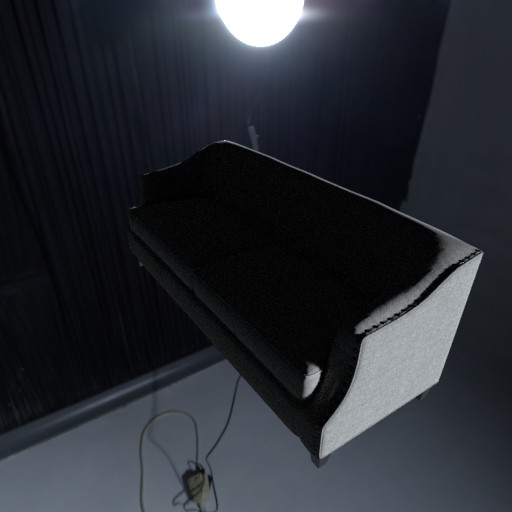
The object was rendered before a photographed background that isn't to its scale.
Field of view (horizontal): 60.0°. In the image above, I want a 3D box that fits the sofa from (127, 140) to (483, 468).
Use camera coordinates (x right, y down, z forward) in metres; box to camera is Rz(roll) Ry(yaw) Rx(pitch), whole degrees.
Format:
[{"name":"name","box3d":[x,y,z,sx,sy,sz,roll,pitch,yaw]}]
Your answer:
[{"name":"sofa","box3d":[0.000,0.000,2.715,0.914,0.901,2.235,-18,34,-29]}]
